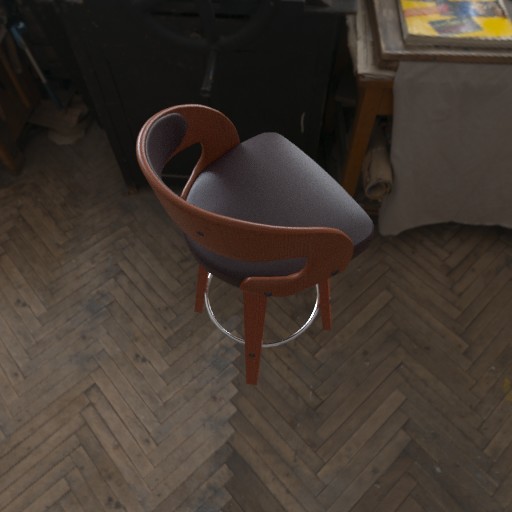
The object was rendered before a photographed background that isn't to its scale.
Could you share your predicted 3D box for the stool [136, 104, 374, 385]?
[{"bbox_3d":[0.000,0.000,1.235,0.457,0.940,0.457,-32,64,-18],"label":"stool"}]
